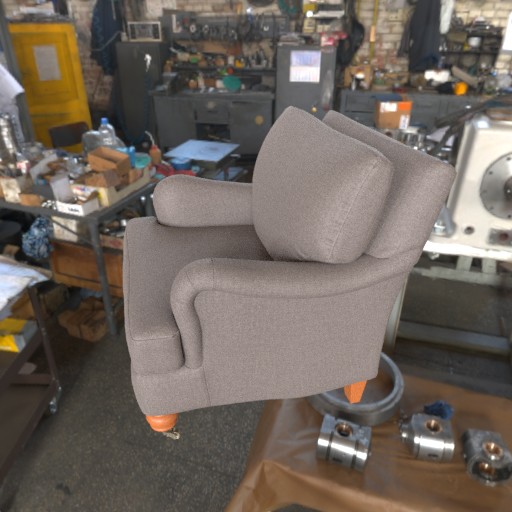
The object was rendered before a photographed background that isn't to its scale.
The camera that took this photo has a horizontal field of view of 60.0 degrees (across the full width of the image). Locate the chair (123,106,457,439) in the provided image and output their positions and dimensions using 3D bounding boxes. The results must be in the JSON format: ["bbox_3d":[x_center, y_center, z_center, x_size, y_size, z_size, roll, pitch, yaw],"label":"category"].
[{"bbox_3d":[0.000,0.000,1.826,1.070,1.038,0.955,-7,30,-13],"label":"chair"}]
